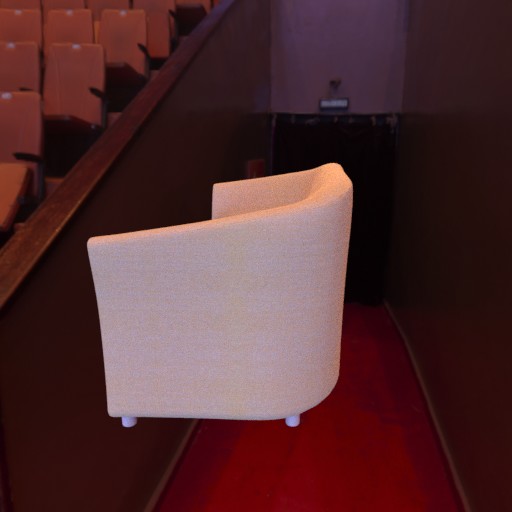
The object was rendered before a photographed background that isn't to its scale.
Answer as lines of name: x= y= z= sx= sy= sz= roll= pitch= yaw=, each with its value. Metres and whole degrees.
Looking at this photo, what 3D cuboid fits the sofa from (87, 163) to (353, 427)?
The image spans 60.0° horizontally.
sofa: x=0.000 y=0.000 z=1.851 sx=0.705 sy=0.721 sz=1.452 roll=2 pitch=15 yaw=8
